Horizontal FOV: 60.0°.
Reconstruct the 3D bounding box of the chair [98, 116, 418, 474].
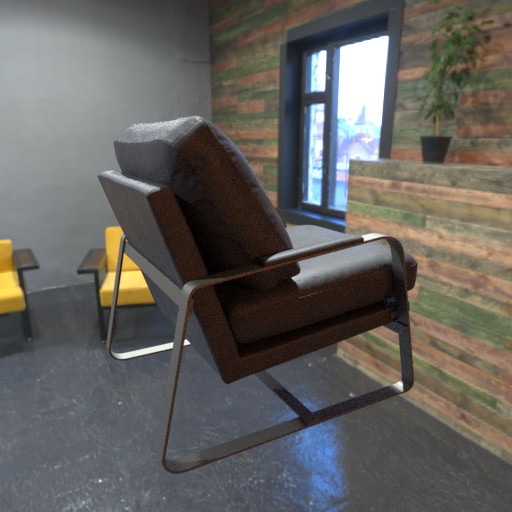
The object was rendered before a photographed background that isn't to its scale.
[{"bbox_3d":[0.000,0.000,1.446,0.878,0.839,0.692,-8,17,-27],"label":"chair"}]
